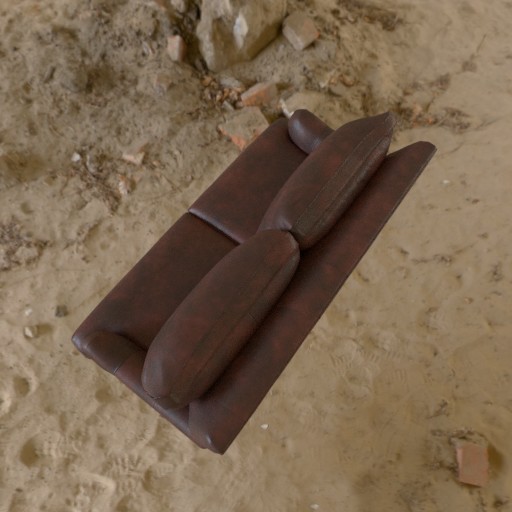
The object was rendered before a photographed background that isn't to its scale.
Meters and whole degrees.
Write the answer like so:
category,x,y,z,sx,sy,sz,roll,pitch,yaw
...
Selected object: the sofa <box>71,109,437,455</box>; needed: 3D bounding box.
category,x,y,z,sx,sy,sz,roll,pitch,yaw
sofa,0.000,0.000,2.746,1.147,1.071,2.144,33,68,15
